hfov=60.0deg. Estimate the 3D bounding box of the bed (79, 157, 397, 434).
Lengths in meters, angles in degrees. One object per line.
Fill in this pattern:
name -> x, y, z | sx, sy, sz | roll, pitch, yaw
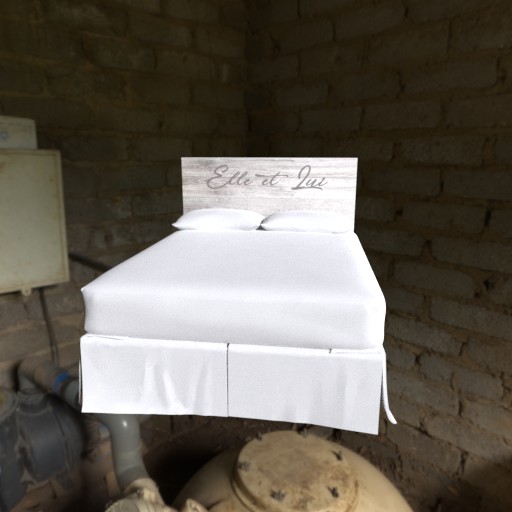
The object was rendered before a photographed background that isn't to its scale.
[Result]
bed -> 0.000, 0.000, 3.170 | 1.745, 1.335, 2.094 | 2, 14, 8
